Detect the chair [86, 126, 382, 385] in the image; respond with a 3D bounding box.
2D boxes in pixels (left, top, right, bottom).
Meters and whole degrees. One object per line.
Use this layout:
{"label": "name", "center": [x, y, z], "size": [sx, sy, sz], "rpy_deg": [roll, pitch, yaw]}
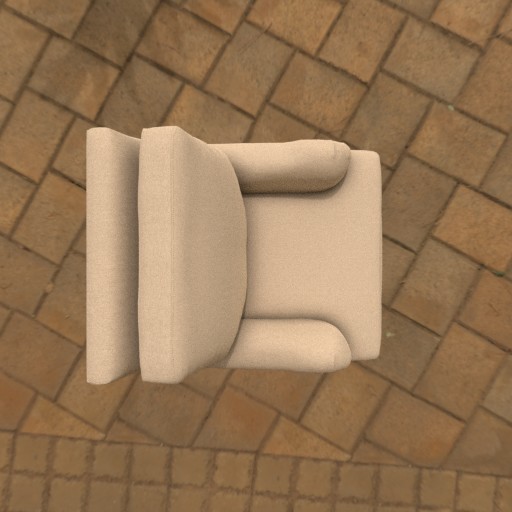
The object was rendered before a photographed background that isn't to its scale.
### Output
{"label": "chair", "center": [0.000, 0.000, 1.852], "size": [1.078, 1.076, 0.895], "rpy_deg": [0, 90, 1]}
